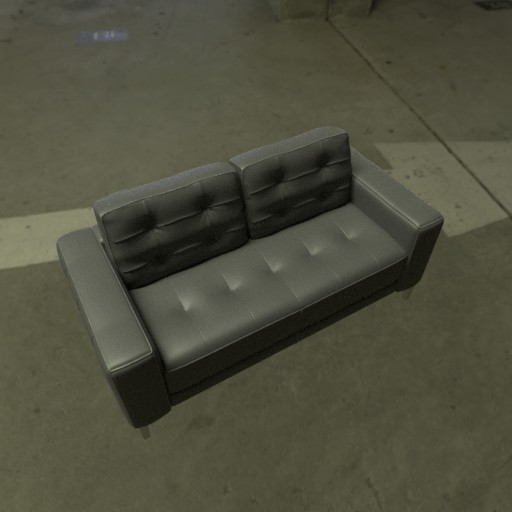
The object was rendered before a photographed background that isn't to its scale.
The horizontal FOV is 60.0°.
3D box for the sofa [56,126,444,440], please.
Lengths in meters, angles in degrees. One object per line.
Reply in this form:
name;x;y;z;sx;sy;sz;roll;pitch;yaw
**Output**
sofa;0.000;0.000;2.244;1.726;0.892;0.833;-23;50;-21
